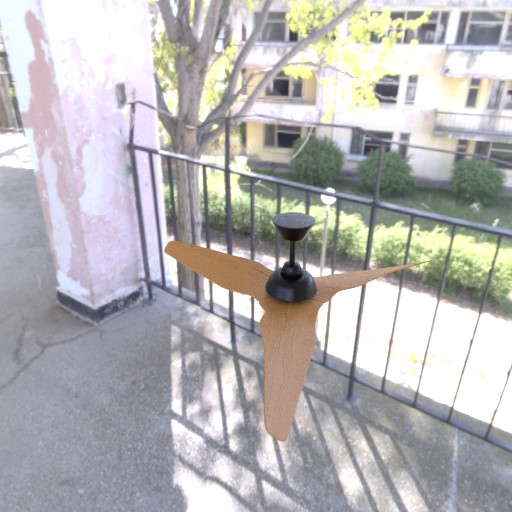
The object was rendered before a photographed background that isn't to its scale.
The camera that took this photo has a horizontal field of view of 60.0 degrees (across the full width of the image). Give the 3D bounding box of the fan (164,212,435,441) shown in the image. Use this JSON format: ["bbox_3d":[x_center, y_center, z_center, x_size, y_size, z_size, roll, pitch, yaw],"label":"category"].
[{"bbox_3d":[0.000,0.000,1.636,1.010,0.355,1.142,18,32,32],"label":"fan"}]
